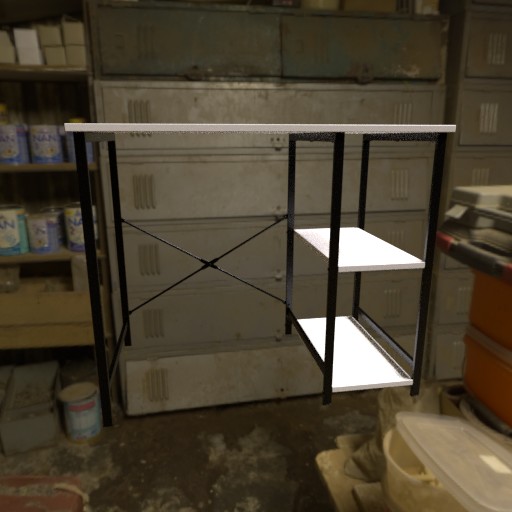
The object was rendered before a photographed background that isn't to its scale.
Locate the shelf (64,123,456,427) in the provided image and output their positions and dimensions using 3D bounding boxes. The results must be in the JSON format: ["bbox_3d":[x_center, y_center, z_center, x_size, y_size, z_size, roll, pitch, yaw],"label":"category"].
[{"bbox_3d":[0.000,0.000,1.339,0.902,0.750,0.498,-2,15,-9],"label":"shelf"}]
